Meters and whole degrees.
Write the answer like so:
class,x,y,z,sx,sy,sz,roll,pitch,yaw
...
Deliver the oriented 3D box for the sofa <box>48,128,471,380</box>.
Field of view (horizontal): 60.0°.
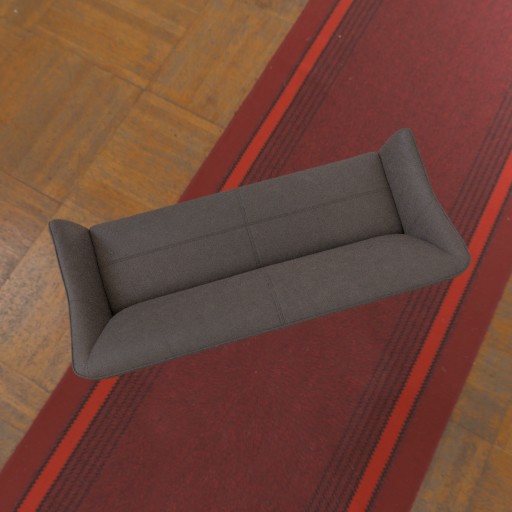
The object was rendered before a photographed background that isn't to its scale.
class,x,y,z,sx,sy,sz,roll,pitch,yaw
sofa,0.000,0.000,2.355,1.928,0.831,0.869,-15,76,-4
